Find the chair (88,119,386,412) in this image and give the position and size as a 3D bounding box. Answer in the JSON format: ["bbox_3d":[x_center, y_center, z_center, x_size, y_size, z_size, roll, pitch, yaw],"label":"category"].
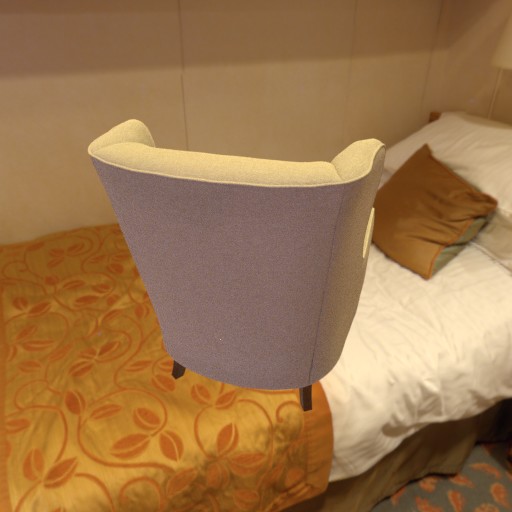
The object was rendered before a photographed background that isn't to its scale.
[{"bbox_3d":[0.000,0.000,1.699,0.838,1.040,0.966,9,32,15],"label":"chair"}]
